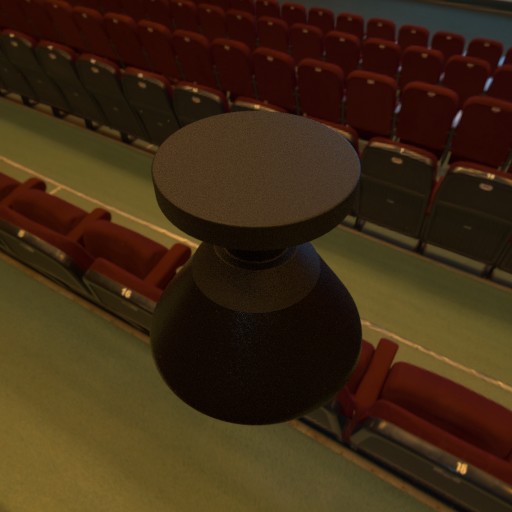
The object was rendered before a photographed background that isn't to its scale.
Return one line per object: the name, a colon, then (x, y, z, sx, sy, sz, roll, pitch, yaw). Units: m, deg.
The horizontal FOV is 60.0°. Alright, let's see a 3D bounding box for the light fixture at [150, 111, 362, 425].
light fixture: (0.000, 0.000, 0.361, 0.200, 0.183, 0.200, 0, 45, 0)
